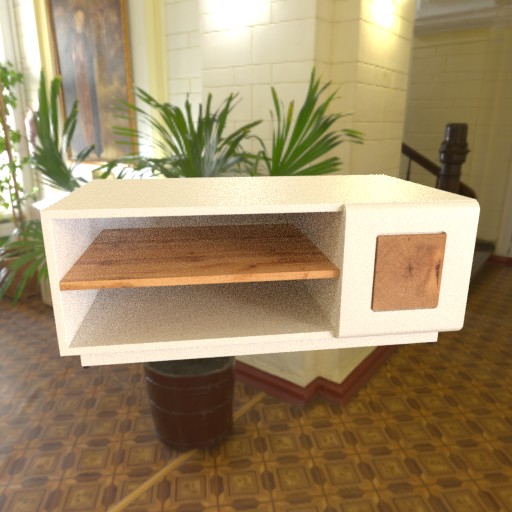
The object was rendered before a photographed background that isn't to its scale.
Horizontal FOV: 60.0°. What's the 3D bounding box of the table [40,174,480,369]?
[{"bbox_3d":[0.000,0.000,1.443,1.097,0.442,0.639,-2,17,-8],"label":"table"}]
